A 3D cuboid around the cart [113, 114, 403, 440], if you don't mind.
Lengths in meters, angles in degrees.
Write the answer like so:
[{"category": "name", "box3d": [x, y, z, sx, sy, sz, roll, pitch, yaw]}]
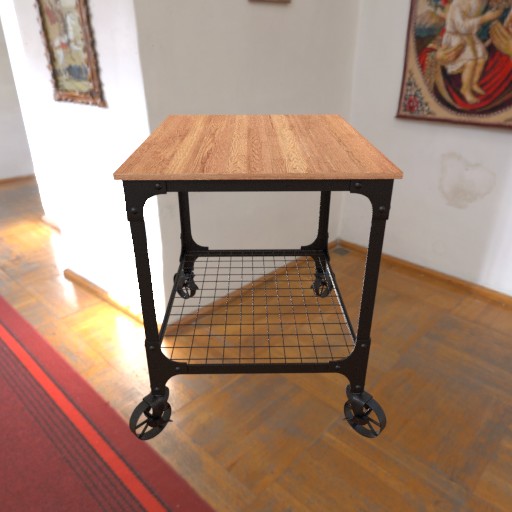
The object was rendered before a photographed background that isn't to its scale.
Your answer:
[{"category": "cart", "box3d": [0.000, 0.000, 1.132, 0.558, 0.603, 0.666, 0, 27, -1]}]
